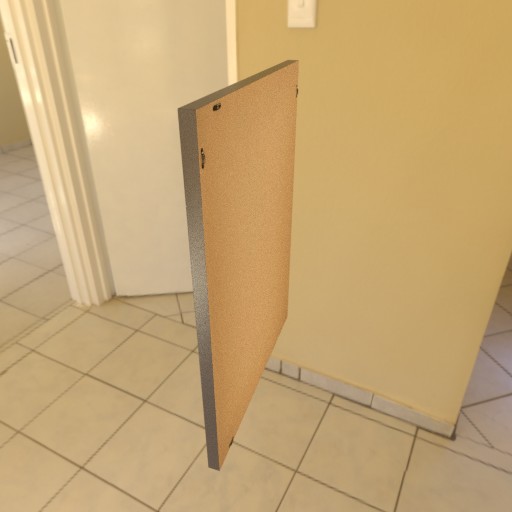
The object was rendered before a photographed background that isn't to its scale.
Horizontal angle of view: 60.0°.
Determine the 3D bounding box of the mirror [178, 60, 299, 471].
[{"bbox_3d":[0.000,0.000,1.346,0.041,1.016,0.762,9,31,16],"label":"mirror"}]
